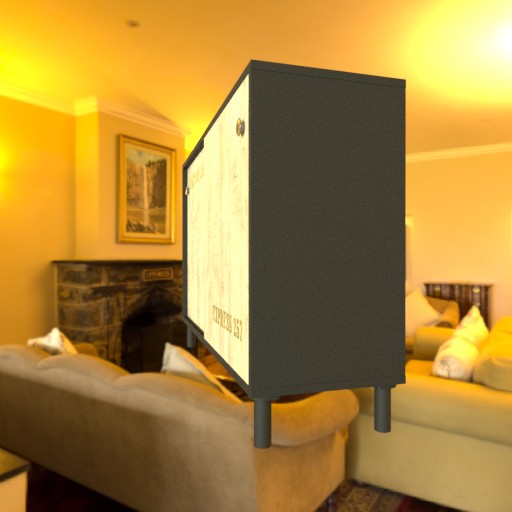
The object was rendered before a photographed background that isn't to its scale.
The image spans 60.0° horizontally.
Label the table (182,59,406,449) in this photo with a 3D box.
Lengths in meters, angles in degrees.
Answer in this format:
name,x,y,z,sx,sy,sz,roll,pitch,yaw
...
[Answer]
name,x,y,z,sx,sy,sz,roll,pitch,yaw
table,0.000,0.000,1.588,0.400,0.855,1.200,0,0,-16
